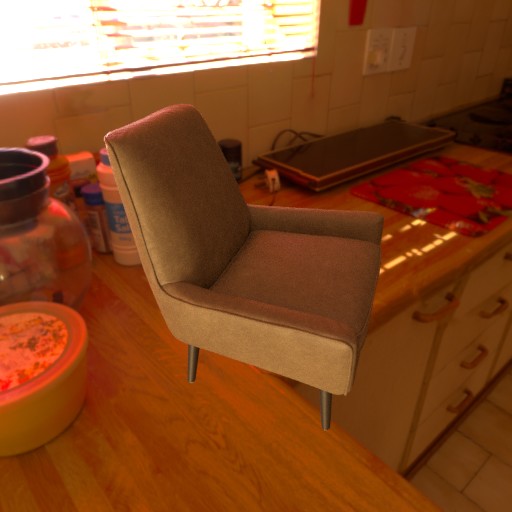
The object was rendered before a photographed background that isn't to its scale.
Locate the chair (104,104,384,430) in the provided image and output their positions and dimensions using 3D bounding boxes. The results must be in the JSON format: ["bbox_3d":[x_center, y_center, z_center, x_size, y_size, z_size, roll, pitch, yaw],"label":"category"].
[{"bbox_3d":[0.000,0.000,1.528,0.824,0.888,0.787,10,32,16],"label":"chair"}]
